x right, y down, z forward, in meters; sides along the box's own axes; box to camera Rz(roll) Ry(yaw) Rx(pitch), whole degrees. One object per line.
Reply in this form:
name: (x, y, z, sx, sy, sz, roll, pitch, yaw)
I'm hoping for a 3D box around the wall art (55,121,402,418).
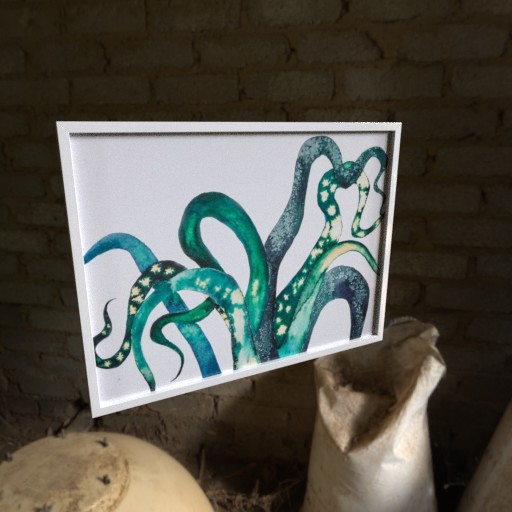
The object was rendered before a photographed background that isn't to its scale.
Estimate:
wall art: (0.000, 0.000, 1.363, 1.041, 0.787, 0.053, -8, 18, -25)
